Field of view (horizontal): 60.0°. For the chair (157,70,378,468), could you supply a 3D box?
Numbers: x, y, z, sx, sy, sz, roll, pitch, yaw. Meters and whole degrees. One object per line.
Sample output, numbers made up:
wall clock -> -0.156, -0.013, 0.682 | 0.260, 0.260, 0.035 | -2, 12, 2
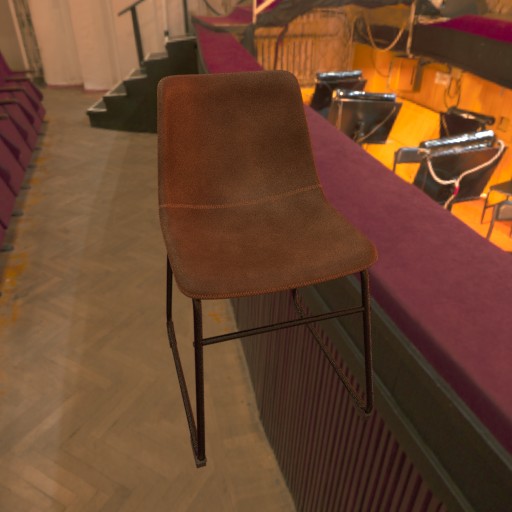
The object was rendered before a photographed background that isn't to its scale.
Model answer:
chair -> 0.000, 0.000, 1.104 | 0.460, 0.780, 0.551 | -10, 33, -15
